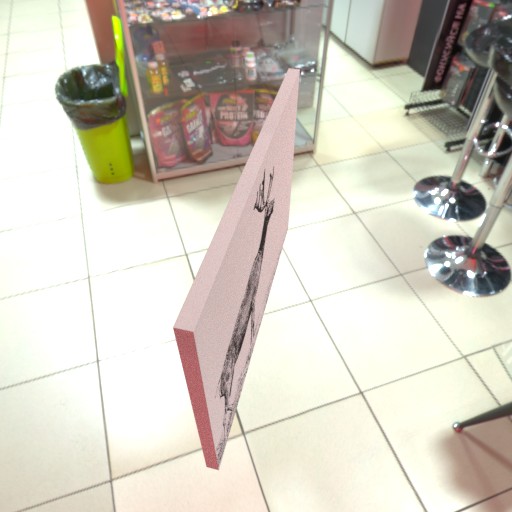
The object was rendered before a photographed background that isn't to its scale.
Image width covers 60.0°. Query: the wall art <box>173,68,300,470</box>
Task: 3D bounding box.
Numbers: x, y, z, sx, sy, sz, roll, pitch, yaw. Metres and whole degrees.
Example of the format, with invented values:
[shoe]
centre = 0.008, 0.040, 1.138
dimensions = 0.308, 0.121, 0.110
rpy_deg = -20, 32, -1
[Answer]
[wall art]
centre = 0.000, 0.000, 1.184
dimensions = 0.033, 0.617, 0.906
rpy_deg = 10, 48, 9
